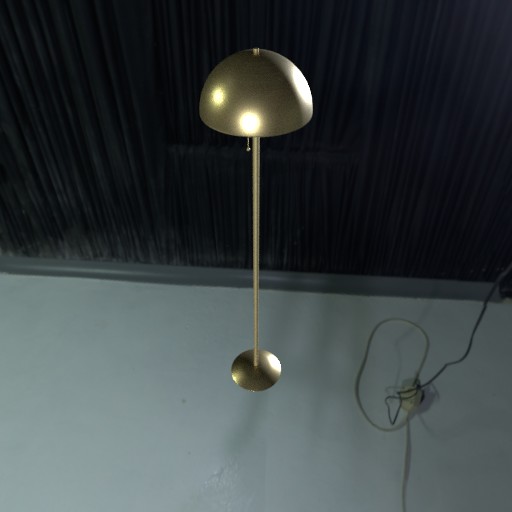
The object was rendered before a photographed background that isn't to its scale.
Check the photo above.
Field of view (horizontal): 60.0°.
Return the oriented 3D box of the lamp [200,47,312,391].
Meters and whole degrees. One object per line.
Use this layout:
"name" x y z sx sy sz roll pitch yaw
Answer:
"lamp" 0.000 0.000 1.672 0.328 1.480 0.328 0 42 0
